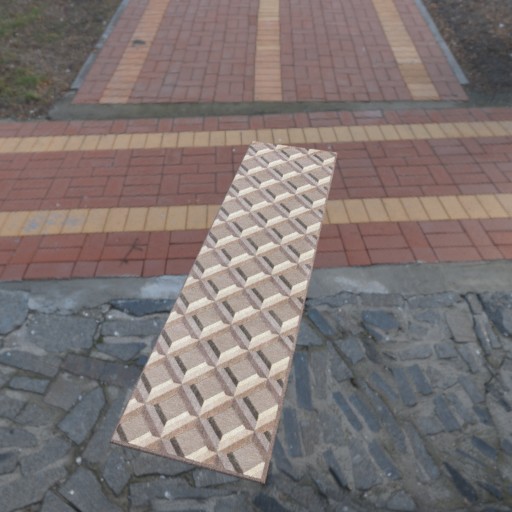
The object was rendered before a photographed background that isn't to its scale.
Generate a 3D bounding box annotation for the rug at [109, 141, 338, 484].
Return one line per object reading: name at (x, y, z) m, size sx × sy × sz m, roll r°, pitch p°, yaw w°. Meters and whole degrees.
rug at (0.000, 0.000, 2.646) m, size 0.685 × 0.013 × 2.437 m, roll 10°, pitch 47°, yaw 10°
